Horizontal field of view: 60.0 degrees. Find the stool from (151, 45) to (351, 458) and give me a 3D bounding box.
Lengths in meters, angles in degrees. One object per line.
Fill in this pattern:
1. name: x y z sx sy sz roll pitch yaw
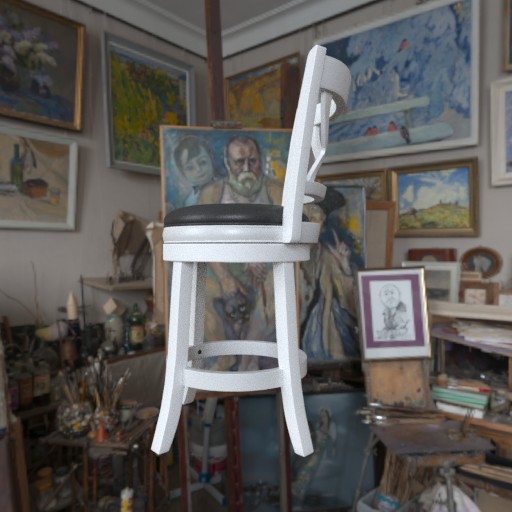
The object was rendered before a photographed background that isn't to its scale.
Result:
1. stool: 0.000 0.000 1.223 0.508 0.953 0.444 0 1 2
